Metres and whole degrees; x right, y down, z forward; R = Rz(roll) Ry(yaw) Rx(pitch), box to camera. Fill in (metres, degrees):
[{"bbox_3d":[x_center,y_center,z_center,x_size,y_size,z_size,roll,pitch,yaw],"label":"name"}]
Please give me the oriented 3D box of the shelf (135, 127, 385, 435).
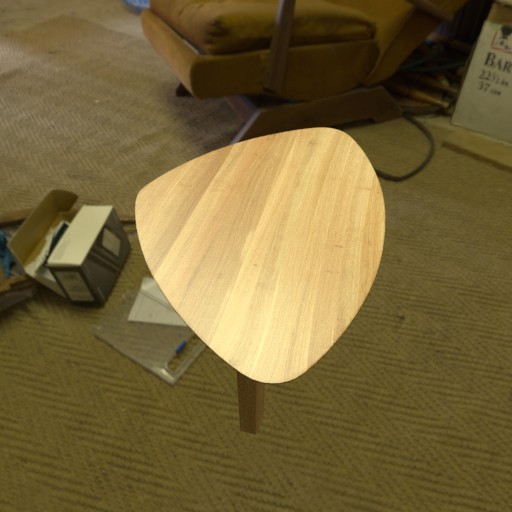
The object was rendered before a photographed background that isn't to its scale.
[{"bbox_3d":[0.000,0.000,1.670,0.863,0.439,1.240,10,46,10],"label":"shelf"}]
